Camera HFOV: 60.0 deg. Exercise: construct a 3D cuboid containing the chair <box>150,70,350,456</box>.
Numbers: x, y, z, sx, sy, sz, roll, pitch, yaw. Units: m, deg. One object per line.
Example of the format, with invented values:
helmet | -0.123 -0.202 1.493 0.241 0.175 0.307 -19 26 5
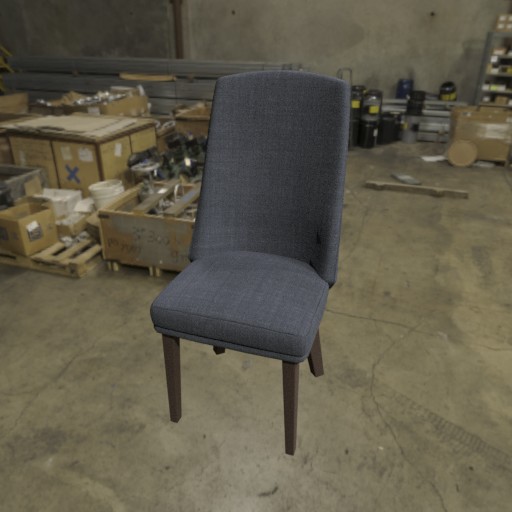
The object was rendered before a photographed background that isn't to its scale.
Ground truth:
chair | 0.000 0.000 1.399 0.510 1.050 0.577 9 28 17
